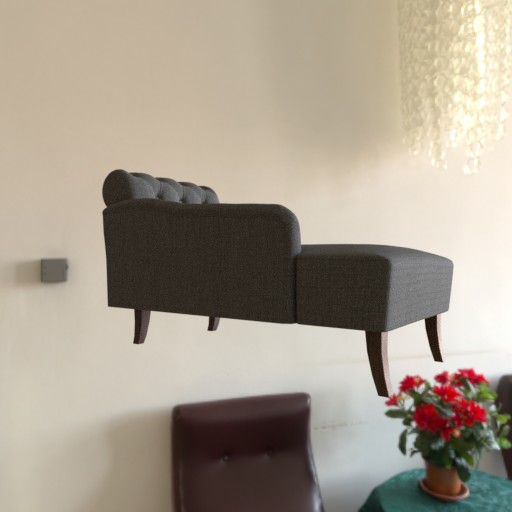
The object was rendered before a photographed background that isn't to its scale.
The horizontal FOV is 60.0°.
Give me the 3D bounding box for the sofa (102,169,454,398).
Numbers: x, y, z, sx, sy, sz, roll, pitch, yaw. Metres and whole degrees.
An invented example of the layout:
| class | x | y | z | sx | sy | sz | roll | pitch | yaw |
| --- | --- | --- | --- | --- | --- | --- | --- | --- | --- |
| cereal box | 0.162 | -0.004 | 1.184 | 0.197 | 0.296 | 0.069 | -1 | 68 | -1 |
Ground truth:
| class | x | y | z | sx | sy | sz | roll | pitch | yaw |
| --- | --- | --- | --- | --- | --- | --- | --- | --- | --- |
| sofa | 0.000 | 0.000 | 1.824 | 1.379 | 0.787 | 0.675 | -1 | -1 | 37 |
